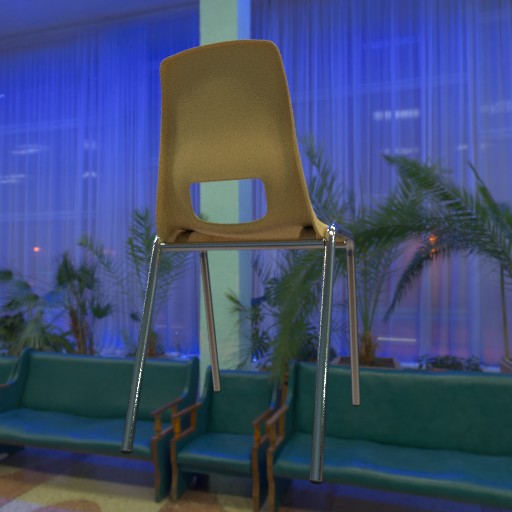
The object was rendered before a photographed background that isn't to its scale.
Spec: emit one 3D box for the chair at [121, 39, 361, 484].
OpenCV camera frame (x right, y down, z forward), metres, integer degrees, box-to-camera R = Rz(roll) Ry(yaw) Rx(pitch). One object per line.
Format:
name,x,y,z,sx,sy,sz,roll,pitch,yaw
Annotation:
chair,0.000,0.000,0.929,0.381,0.704,0.436,-1,-2,19
